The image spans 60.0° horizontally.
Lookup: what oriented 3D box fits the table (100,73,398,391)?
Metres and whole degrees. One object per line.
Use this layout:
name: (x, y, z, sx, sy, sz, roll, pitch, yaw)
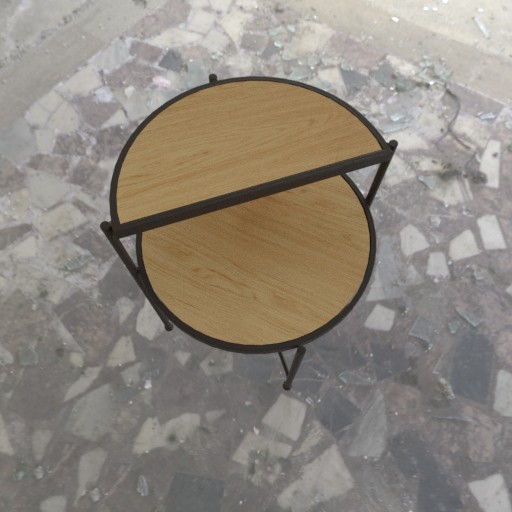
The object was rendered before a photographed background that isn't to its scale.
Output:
table: (0.000, 0.000, 1.181, 0.629, 0.684, 0.628, -17, 66, -8)
